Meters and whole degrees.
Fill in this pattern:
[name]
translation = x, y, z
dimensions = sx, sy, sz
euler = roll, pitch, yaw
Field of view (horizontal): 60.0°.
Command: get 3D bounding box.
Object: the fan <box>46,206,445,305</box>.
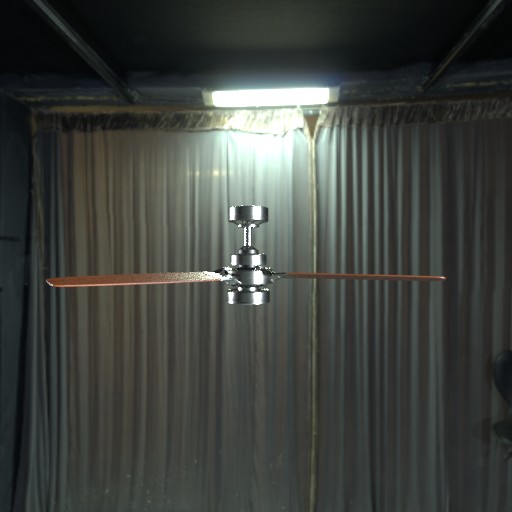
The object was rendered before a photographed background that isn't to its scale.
[fan]
translation = 0.000, 0.000, 2.046
dimensions = 1.416, 0.410, 1.271
euler = 0, 0, -1
